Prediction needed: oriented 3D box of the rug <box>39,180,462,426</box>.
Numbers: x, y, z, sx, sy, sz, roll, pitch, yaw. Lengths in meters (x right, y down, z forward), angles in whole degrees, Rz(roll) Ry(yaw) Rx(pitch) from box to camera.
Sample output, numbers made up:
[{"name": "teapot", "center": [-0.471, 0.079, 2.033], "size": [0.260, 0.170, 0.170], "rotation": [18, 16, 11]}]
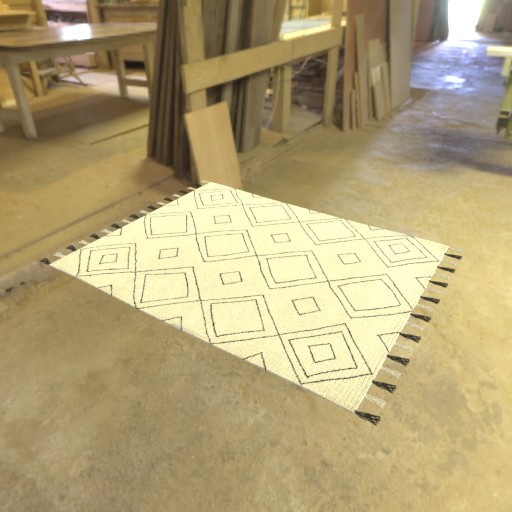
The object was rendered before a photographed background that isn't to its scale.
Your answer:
[{"name": "rug", "center": [0.000, 0.000, 4.132], "size": [3.221, 0.026, 2.342], "rotation": [19, 37, 28]}]
